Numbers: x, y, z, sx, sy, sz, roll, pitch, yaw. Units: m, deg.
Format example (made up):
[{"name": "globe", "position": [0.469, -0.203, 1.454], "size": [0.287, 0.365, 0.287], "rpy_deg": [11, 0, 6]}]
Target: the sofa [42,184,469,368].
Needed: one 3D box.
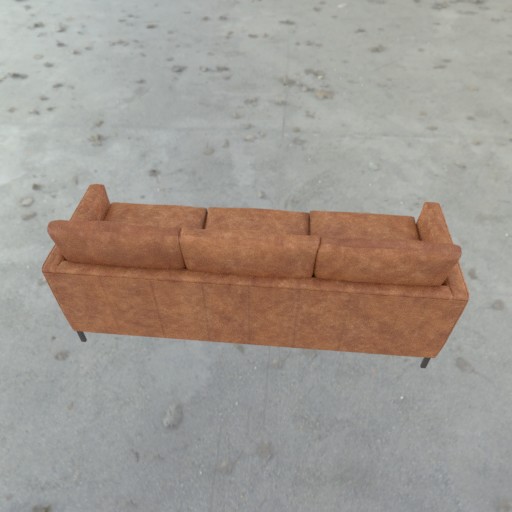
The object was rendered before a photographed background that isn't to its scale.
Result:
[{"name": "sofa", "position": [0.000, 0.000, 2.435], "size": [2.029, 0.863, 0.748], "rpy_deg": [4, 45, 4]}]
